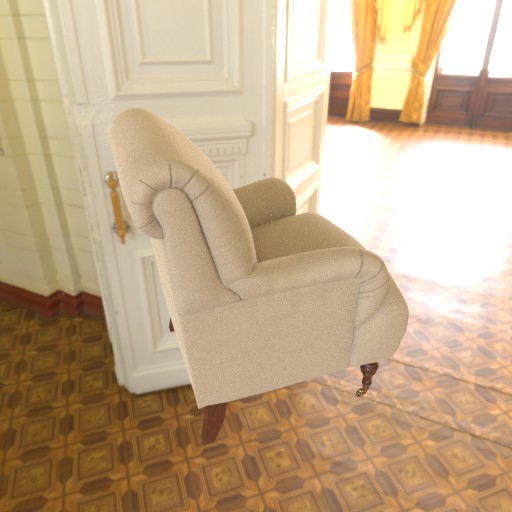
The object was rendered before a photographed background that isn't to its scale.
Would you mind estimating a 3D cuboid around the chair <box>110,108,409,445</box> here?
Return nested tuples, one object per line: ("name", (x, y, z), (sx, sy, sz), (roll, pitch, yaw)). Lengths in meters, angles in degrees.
("chair", (0.000, 0.000, 1.550), (0.842, 0.942, 0.766), (-10, 30, -17))
